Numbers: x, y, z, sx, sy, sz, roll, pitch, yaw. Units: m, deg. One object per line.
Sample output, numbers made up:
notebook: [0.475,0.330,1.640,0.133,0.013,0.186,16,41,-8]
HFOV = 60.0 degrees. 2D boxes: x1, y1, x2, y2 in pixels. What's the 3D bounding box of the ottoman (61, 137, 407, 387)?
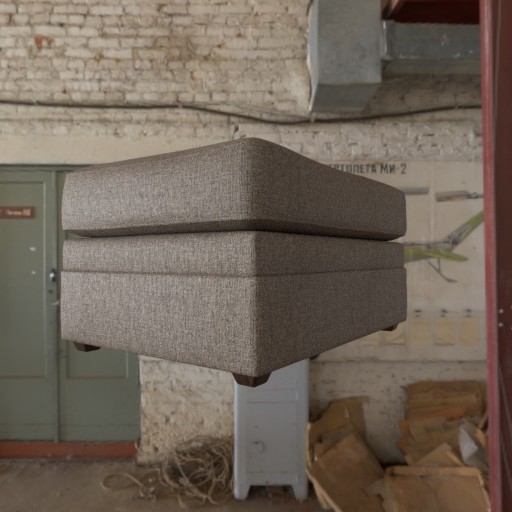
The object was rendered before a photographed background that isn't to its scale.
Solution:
ottoman: [0.000,0.000,1.275,0.637,0.478,0.885,0,0,36]
